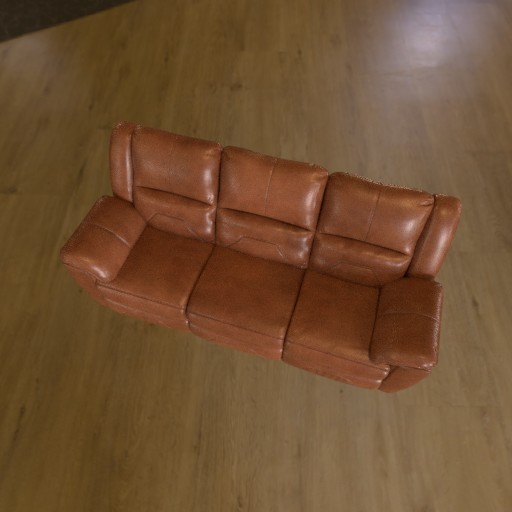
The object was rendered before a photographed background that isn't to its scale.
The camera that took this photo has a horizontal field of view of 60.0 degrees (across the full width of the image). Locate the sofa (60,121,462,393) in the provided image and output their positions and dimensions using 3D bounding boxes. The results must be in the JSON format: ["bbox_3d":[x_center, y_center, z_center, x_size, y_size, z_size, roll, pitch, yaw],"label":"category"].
[{"bbox_3d":[0.000,0.000,2.872,2.337,1.043,0.991,15,59,10],"label":"sofa"}]
